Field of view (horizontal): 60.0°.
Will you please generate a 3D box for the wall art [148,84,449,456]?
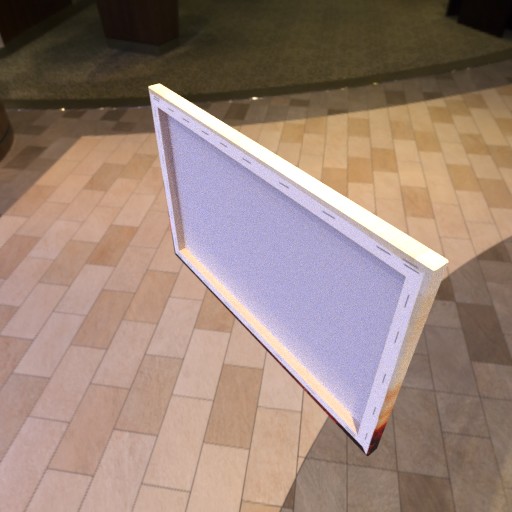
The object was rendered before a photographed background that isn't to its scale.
[{"bbox_3d":[0.000,0.000,1.131,0.038,0.602,0.918,-27,48,-27],"label":"wall art"}]
